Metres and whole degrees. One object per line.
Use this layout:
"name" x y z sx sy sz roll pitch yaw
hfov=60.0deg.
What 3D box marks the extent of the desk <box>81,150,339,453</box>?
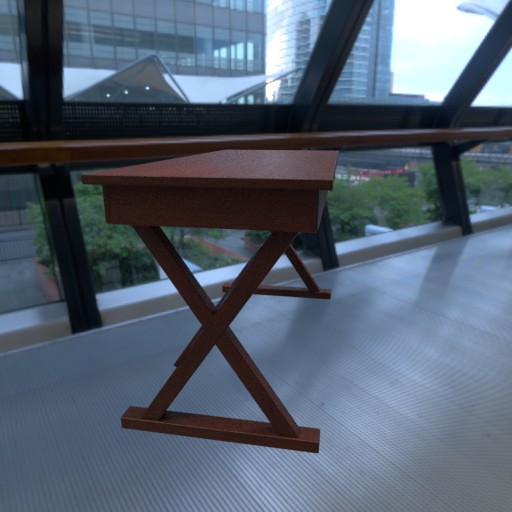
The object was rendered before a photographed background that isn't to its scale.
"desk" 0.000 0.000 1.766 0.600 0.761 1.372 3 16 10
